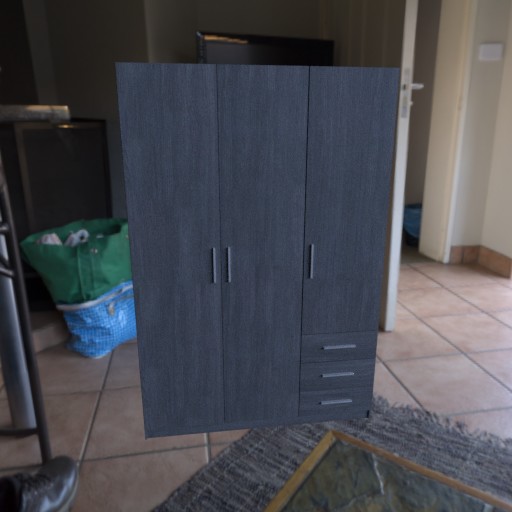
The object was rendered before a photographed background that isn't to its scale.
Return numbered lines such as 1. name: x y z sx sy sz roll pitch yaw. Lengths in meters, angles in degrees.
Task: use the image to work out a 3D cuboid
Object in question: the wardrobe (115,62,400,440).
1. wardrobe: 0.000 0.000 2.471 1.290 1.910 0.510 -2 16 -8
